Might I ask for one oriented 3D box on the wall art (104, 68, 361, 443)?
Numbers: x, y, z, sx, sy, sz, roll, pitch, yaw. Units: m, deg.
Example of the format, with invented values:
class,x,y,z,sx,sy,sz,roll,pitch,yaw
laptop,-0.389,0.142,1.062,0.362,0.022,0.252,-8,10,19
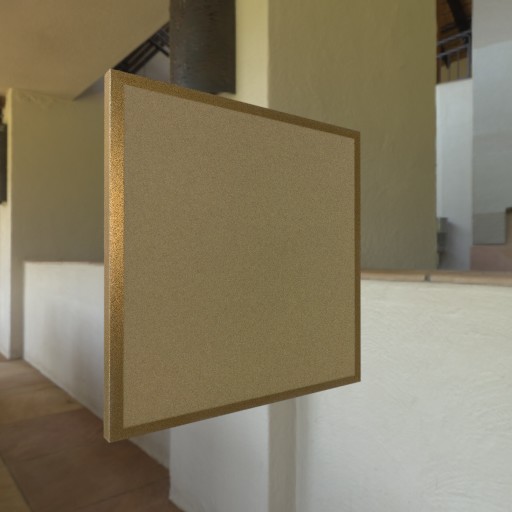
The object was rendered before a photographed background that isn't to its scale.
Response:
class,x,y,z,sx,sy,sz,roll,pitch,yaw
wall art,0.000,0.000,1.139,0.762,0.760,0.037,0,0,-36
